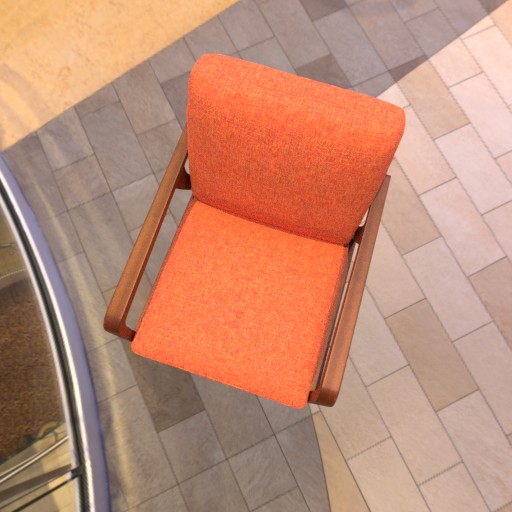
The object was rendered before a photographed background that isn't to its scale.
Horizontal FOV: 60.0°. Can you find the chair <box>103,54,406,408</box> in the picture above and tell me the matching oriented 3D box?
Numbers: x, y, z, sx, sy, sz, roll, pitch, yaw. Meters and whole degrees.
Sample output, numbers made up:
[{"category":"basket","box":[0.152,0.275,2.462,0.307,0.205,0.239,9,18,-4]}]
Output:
[{"category":"chair","box":[0.000,0.000,1.496,0.719,0.890,0.860,17,76,4]}]
